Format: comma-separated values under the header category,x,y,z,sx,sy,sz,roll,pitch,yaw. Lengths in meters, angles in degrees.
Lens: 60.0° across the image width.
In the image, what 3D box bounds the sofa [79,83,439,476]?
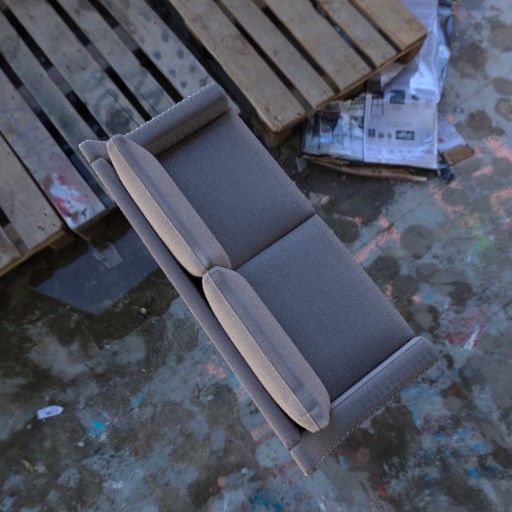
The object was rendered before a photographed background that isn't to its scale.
category,x,y,z,sx,sy,sz,roll,pitch,yaw
sofa,0.000,0.000,2.707,1.000,0.857,2.208,-35,77,-9
